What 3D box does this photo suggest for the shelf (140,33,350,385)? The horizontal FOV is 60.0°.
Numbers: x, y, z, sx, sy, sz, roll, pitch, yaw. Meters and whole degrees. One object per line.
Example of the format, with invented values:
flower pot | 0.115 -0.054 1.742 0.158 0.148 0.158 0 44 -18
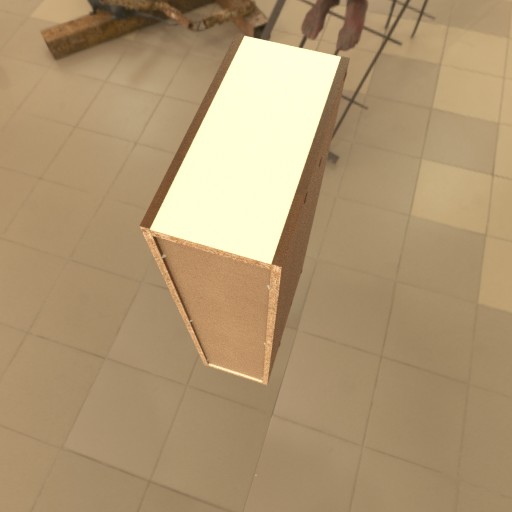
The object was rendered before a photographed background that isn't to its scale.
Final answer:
shelf | 0.000 0.000 0.748 0.147 0.600 0.290 16 65 8
